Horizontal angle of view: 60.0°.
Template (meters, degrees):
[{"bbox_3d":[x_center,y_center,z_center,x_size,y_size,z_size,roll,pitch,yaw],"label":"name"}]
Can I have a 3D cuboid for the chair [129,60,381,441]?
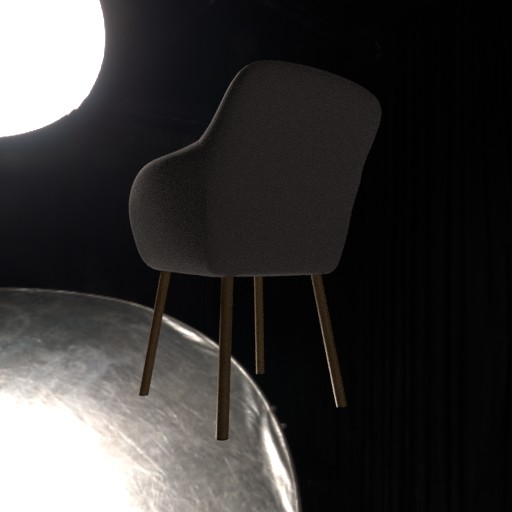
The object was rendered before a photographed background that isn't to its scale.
[{"bbox_3d":[0.000,0.000,1.231,0.570,0.830,0.590,0,-1,-35],"label":"chair"}]
